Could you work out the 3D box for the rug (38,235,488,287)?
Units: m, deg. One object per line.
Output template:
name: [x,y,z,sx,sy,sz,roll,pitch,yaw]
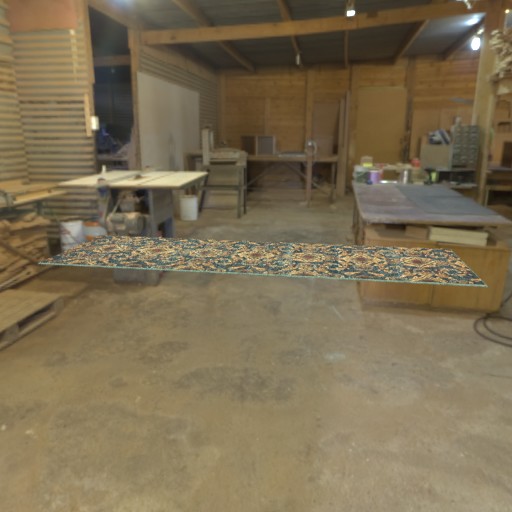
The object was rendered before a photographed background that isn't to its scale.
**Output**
rug: [0.000,0.000,2.557,2.292,0.014,0.685,3,16,9]
